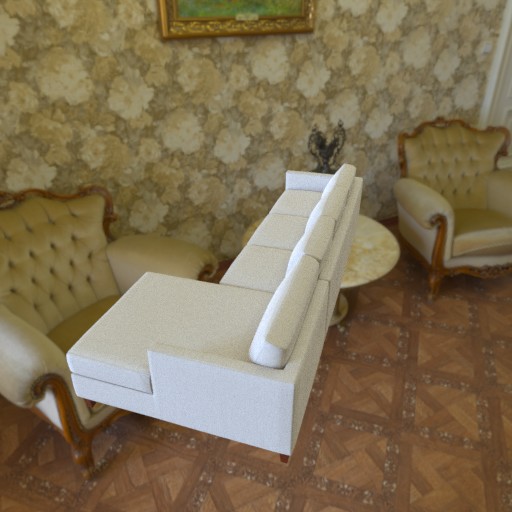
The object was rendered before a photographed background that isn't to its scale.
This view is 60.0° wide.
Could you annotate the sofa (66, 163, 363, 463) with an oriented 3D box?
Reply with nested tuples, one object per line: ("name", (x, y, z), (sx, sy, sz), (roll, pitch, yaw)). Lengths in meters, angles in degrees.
("sofa", (0.000, 0.000, 4.186), (1.599, 0.954, 3.471), (9, 31, 15))
